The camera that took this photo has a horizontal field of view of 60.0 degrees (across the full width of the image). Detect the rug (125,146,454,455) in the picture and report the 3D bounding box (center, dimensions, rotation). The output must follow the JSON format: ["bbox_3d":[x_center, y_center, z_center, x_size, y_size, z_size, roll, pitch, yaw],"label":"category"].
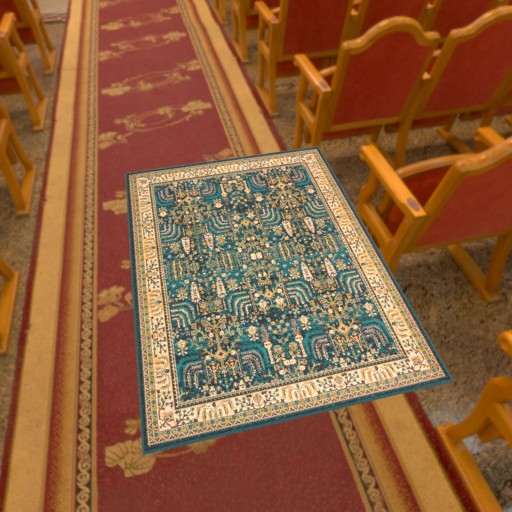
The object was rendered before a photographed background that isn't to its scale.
[{"bbox_3d":[0.000,0.000,4.029,2.226,0.015,3.044,-10,49,-9],"label":"rug"}]
